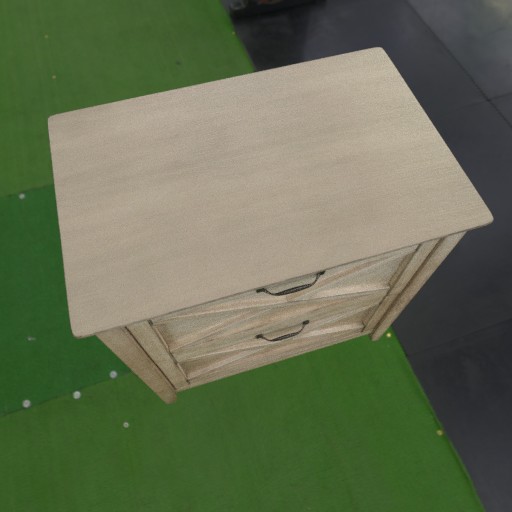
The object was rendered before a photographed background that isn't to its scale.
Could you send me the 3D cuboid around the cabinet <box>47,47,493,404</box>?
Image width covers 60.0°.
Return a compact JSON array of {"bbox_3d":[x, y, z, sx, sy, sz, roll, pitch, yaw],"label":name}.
[{"bbox_3d":[0.000,0.000,1.202,0.763,0.762,0.503,-15,63,-8],"label":"cabinet"}]
